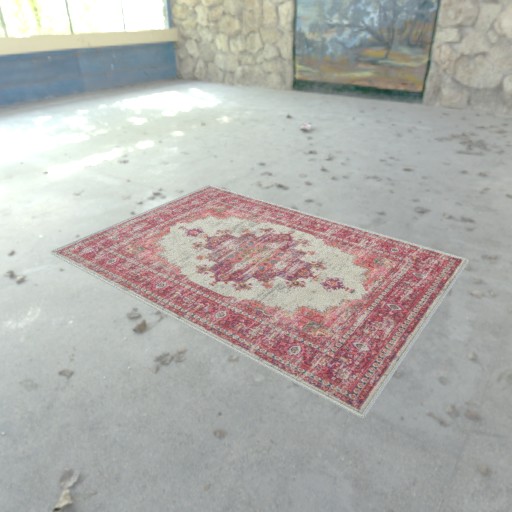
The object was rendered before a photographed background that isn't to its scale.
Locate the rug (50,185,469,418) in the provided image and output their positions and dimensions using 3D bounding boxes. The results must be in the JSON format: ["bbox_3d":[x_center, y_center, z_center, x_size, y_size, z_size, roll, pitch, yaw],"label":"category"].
[{"bbox_3d":[0.000,0.000,2.246,1.747,0.011,1.217,20,35,32],"label":"rug"}]
